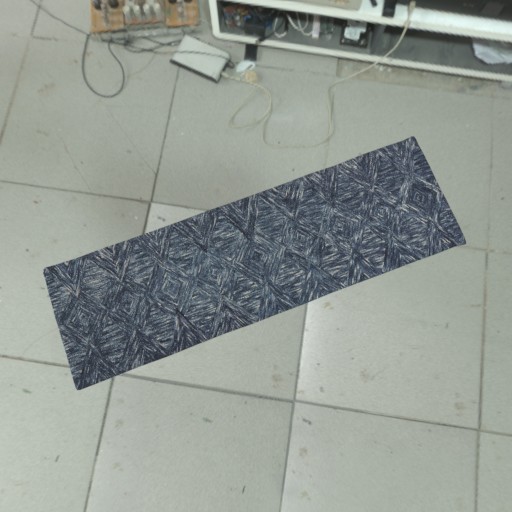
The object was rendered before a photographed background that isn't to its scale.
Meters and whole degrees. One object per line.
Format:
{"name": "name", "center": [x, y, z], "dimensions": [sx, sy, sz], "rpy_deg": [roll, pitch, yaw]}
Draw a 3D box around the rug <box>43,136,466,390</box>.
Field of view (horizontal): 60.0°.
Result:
{"name": "rug", "center": [0.000, 0.000, 2.506], "dimensions": [2.306, 0.013, 0.719], "rpy_deg": [-20, 79, -4]}
